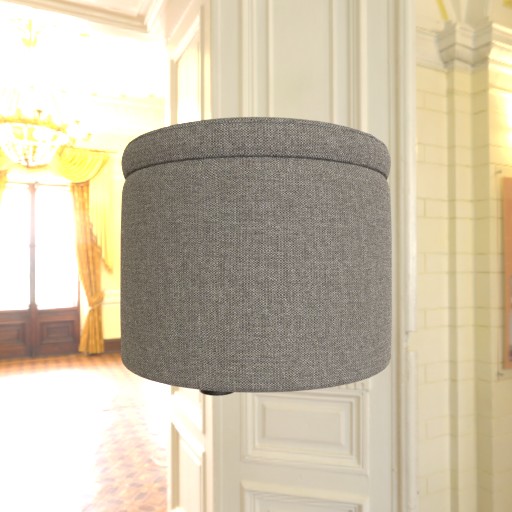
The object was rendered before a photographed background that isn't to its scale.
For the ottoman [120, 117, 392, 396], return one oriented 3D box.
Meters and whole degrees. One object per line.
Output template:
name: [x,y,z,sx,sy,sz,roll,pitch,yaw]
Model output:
ottoman: [0.000,0.000,0.888,0.520,0.430,0.520,0,0,0]
